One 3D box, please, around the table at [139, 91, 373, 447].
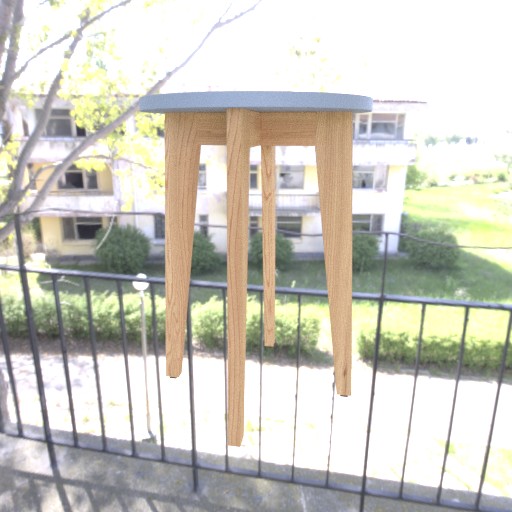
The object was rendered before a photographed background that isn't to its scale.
[{"bbox_3d":[0.000,0.000,0.752,0.350,0.500,0.350,0,16,0],"label":"table"}]
